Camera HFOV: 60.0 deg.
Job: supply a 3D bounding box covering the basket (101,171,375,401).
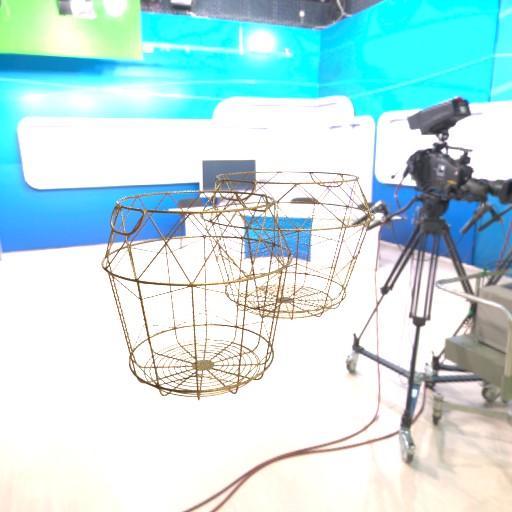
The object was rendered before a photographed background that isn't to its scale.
[{"bbox_3d":[0.000,0.000,1.029,0.451,0.343,0.805,7,16,26],"label":"basket"}]
